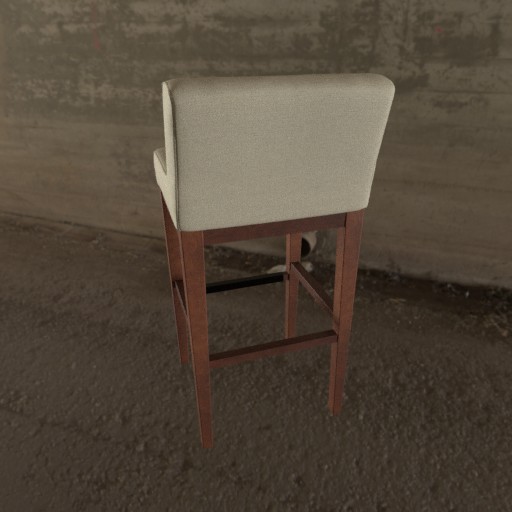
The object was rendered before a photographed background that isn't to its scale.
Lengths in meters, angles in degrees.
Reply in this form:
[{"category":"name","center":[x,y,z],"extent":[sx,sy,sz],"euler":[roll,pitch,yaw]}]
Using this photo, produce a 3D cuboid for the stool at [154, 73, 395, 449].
[{"category":"stool","center":[0.000,0.000,1.331],"extent":[0.511,1.037,0.500],"euler":[-8,28,-16]}]
